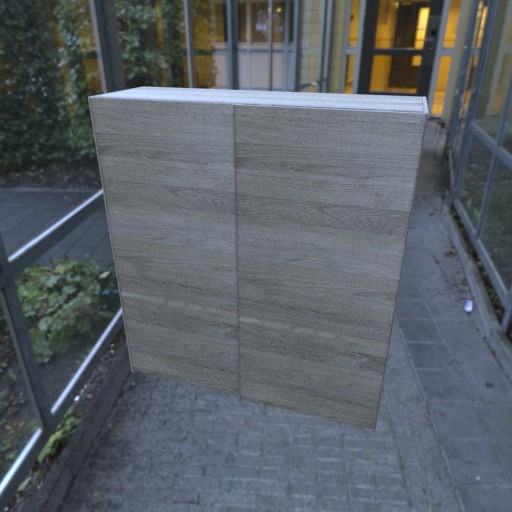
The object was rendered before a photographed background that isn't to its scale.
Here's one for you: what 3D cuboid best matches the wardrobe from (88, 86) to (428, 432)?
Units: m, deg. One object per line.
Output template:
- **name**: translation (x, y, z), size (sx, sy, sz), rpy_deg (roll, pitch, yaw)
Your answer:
- **wardrobe**: translation (0.000, 0.000, 2.872), size (1.780, 1.960, 0.629), rpy_deg (8, 28, 16)
